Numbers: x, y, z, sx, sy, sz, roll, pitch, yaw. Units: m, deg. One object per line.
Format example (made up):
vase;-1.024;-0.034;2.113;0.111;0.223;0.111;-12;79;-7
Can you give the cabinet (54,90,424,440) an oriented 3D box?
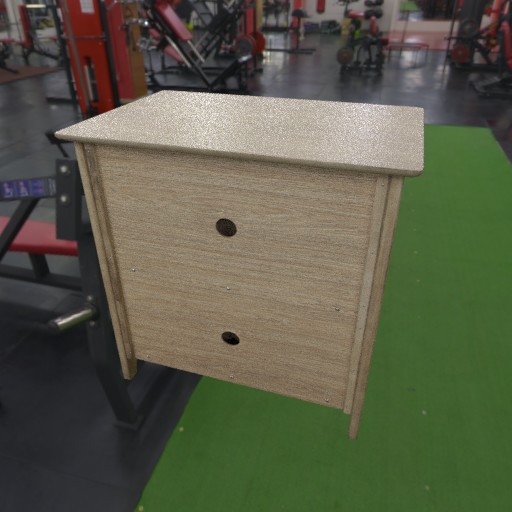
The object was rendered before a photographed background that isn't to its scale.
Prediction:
cabinet;0.000;0.000;1.253;0.763;0.762;0.503;9;32;15
